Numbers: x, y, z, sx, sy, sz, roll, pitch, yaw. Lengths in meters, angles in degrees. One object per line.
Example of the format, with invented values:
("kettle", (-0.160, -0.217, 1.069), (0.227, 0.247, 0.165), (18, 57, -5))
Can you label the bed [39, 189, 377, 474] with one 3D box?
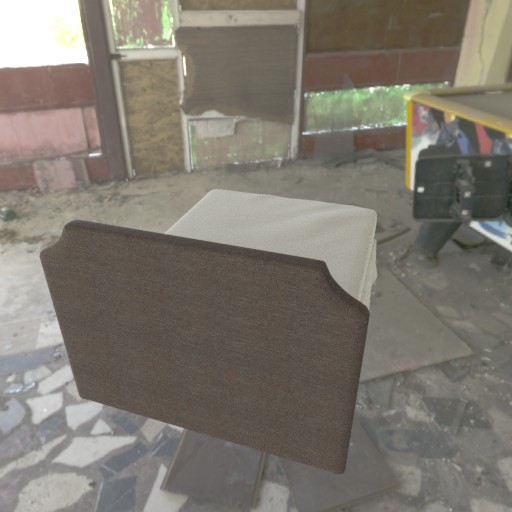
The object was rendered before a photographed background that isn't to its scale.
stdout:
("bed", (0.000, 0.000, 3.136), (1.693, 1.290, 2.116), (10, 32, 16))
